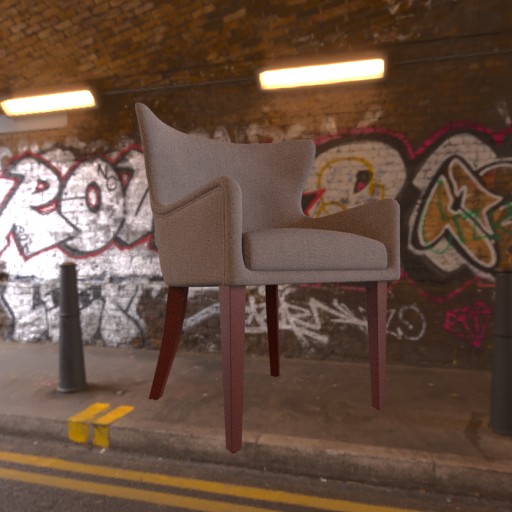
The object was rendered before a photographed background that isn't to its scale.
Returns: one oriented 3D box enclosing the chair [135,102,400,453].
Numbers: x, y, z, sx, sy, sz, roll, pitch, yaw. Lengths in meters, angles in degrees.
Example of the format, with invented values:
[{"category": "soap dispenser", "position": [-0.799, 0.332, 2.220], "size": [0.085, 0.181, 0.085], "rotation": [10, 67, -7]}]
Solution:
[{"category": "chair", "position": [0.000, 0.000, 1.453], "size": [0.732, 0.948, 0.677], "rotation": [1, -1, -36]}]
